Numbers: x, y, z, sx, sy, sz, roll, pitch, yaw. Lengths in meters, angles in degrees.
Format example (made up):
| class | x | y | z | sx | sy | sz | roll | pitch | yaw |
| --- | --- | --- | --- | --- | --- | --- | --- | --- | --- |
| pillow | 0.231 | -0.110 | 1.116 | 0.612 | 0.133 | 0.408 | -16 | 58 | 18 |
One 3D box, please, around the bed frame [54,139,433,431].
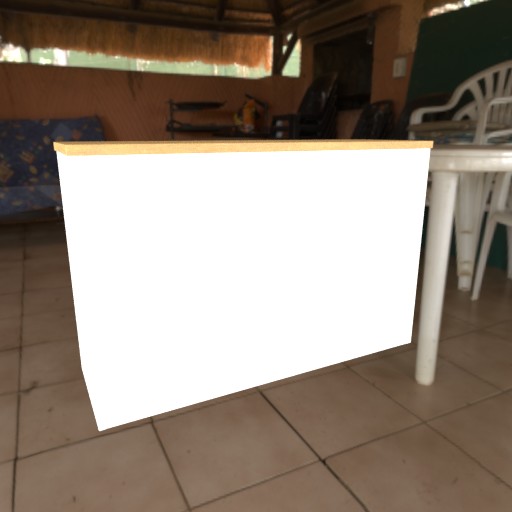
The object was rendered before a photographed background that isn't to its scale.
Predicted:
| class | x | y | z | sx | sy | sz | roll | pitch | yaw |
| --- | --- | --- | --- | --- | --- | --- | --- | --- | --- |
| bed frame | 0.000 | 0.000 | 1.697 | 1.300 | 0.850 | 0.430 | -8 | 17 | -26 |
